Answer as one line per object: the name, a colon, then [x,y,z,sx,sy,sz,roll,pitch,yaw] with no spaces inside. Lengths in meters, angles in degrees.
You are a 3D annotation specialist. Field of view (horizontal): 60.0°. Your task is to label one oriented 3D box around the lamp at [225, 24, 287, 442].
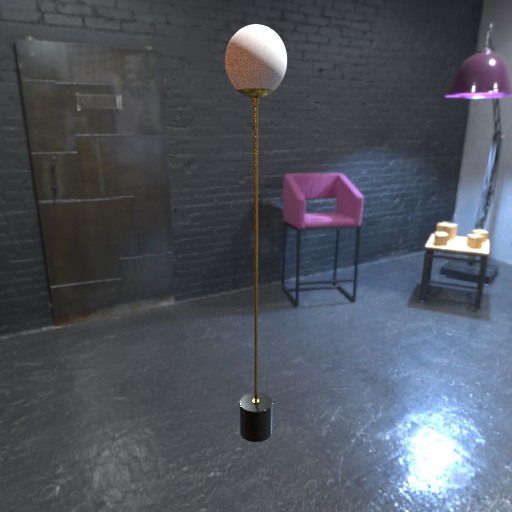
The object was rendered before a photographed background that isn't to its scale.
lamp: [0.000,0.000,1.859,0.229,1.748,0.229,-9,19,-26]
